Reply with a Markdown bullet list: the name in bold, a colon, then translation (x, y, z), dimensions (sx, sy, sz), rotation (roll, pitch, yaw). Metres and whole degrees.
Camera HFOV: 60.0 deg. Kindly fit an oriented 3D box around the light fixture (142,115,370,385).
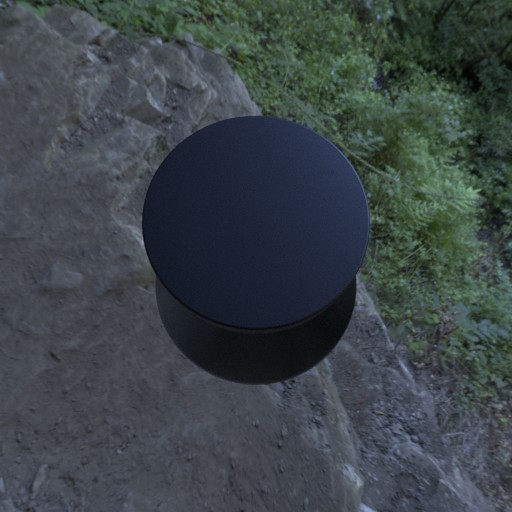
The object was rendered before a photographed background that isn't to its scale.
- **light fixture**: translation (0.000, 0.000, 0.357), dimensions (0.200, 0.183, 0.200), rotation (0, 74, 0)
